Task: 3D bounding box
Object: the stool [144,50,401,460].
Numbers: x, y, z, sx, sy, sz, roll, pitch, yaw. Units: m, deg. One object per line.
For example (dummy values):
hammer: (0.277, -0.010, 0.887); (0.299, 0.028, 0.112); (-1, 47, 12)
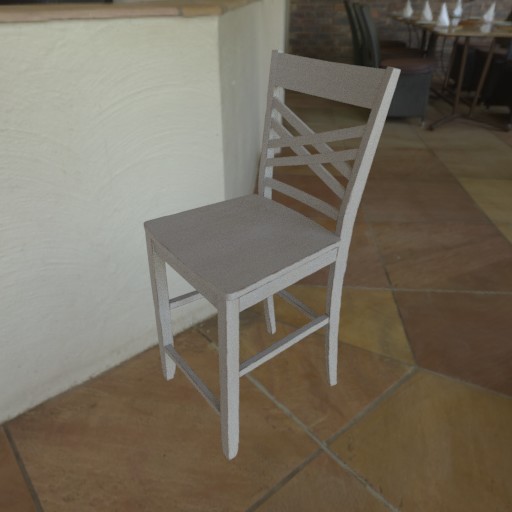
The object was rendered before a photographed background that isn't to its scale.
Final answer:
stool: (0.000, 0.000, 1.352); (0.539, 1.079, 0.462); (-21, 37, -31)
